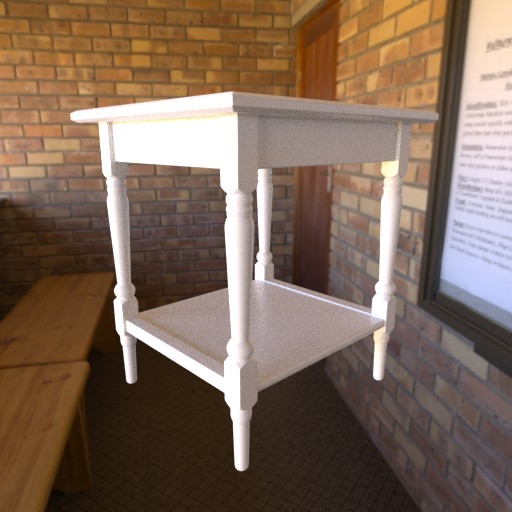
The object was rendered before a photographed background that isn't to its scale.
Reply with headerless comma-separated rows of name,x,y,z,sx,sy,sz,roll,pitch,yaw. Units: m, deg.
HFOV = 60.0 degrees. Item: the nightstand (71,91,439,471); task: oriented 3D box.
nightstand,0.000,0.000,0.888,0.505,0.555,0.459,-13,20,-42
